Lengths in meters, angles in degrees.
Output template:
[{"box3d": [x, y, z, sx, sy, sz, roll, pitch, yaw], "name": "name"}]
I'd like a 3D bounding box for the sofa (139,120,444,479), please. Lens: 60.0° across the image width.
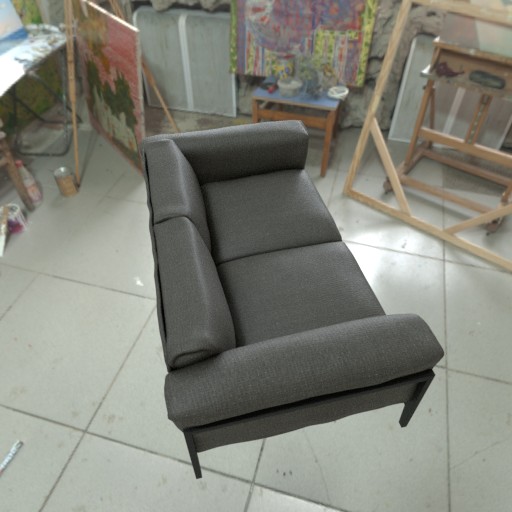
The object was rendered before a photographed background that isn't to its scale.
[{"box3d": [0.000, 0.000, 2.154, 0.960, 0.656, 1.690, -10, 46, -9], "name": "sofa"}]
